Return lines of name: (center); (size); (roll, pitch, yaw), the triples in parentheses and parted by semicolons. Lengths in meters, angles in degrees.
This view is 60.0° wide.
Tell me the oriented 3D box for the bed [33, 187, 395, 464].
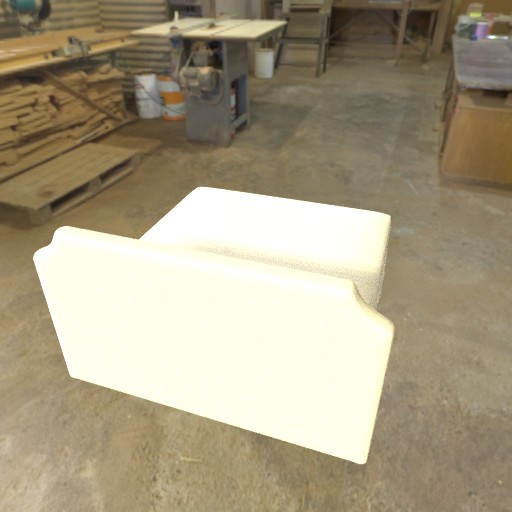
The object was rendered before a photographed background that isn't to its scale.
bed: (0.000, 0.000, 3.504); (2.160, 1.301, 2.204); (11, 34, 16)
